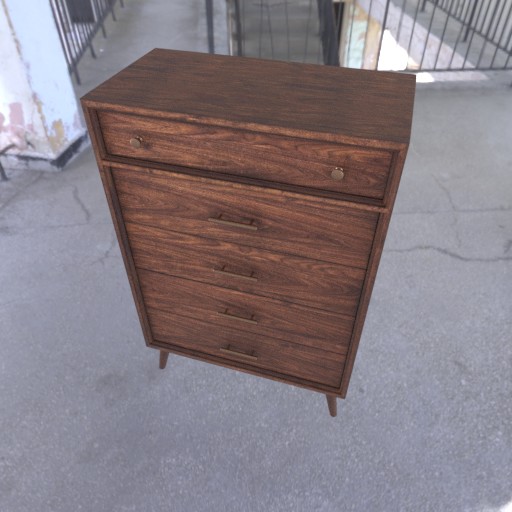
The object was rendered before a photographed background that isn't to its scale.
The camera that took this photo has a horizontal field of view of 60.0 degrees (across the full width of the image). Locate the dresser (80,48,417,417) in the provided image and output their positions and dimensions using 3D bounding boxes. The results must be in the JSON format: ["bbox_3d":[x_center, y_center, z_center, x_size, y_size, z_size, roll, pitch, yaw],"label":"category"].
[{"bbox_3d":[0.000,0.000,1.789,0.919,1.365,0.498,12,43,13],"label":"dresser"}]
